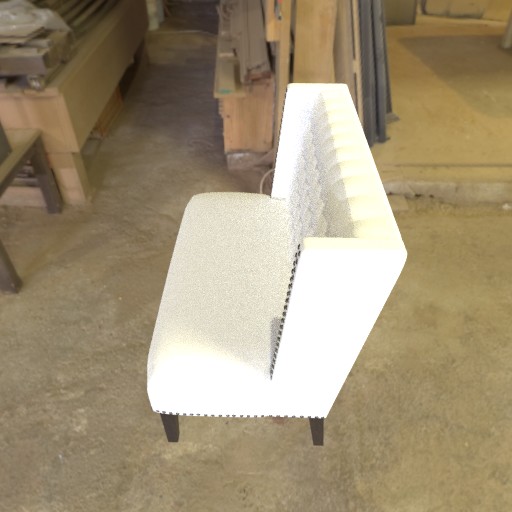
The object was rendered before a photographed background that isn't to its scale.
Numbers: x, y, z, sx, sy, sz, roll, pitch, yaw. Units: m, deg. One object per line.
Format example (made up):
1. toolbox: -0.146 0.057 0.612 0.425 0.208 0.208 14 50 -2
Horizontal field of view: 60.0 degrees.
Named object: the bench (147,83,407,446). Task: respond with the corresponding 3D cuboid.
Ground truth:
1. bench: 0.000 0.000 2.025 0.847 1.123 1.280 1 41 1
